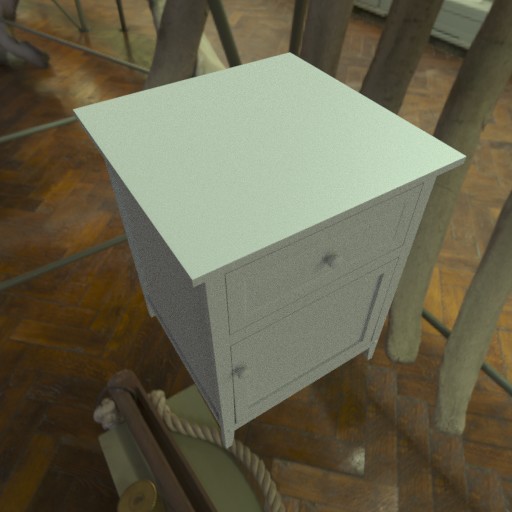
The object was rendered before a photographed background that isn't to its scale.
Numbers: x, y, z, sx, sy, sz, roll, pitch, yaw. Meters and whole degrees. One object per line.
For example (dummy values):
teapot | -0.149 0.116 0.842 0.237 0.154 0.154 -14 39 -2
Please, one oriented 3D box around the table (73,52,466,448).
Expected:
table | 0.000 0.000 0.767 0.381 0.483 0.381 -24 51 -22
